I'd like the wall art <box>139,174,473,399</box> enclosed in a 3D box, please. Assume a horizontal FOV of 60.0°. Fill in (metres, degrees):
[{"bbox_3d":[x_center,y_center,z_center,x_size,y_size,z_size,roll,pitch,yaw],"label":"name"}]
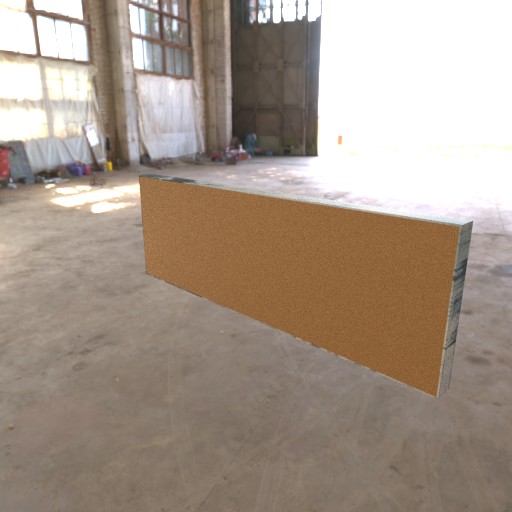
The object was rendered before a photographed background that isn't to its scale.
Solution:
[{"bbox_3d":[0.000,0.000,0.854,0.759,0.251,0.037,16,23,43],"label":"wall art"}]
